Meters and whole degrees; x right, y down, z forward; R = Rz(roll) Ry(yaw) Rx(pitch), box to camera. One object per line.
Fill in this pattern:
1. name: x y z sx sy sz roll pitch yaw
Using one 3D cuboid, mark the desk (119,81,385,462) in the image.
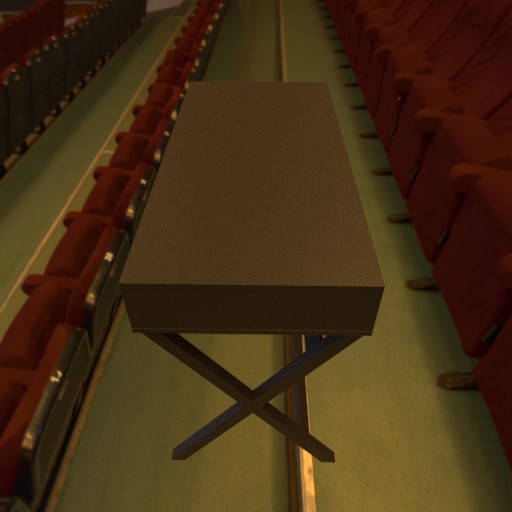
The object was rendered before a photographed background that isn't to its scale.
1. desk: 0.000 0.000 1.491 0.504 0.780 1.057 1 41 1
